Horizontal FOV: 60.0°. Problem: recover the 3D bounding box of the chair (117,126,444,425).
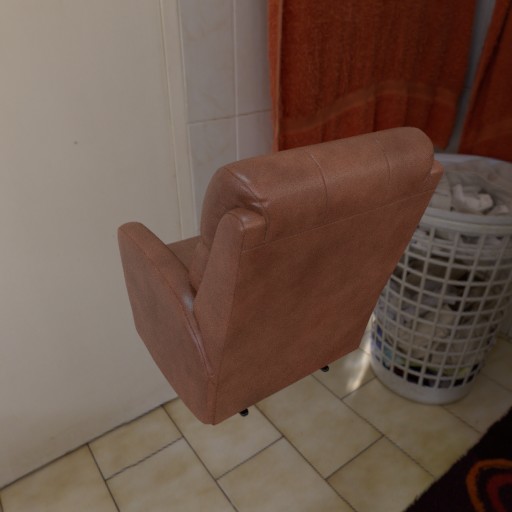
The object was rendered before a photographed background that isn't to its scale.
[{"bbox_3d":[0.000,0.000,1.651,0.787,1.016,0.939,-19,35,-30],"label":"chair"}]
